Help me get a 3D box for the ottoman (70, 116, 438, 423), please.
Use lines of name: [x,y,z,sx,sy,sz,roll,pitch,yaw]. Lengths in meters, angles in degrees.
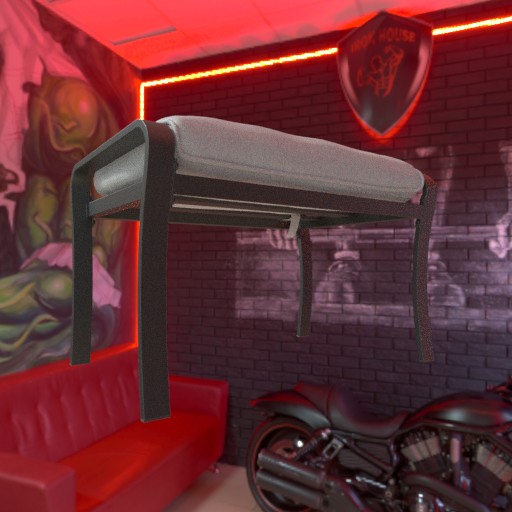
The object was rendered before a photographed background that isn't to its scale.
ottoman: [0.000,0.000,0.879,0.610,0.422,0.406,1,-1,-35]
